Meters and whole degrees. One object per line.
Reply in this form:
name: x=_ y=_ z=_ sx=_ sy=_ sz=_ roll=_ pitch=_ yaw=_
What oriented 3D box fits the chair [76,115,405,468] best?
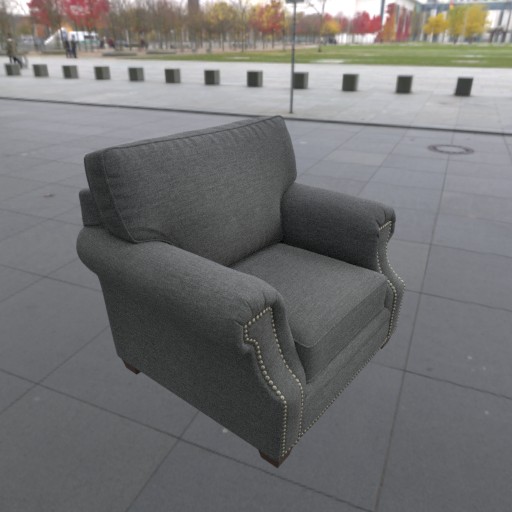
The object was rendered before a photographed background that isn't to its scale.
chair: x=0.000 y=0.000 z=1.810 sx=0.965 sy=0.961 sz=1.092 roll=19 pitch=32 yaw=34
